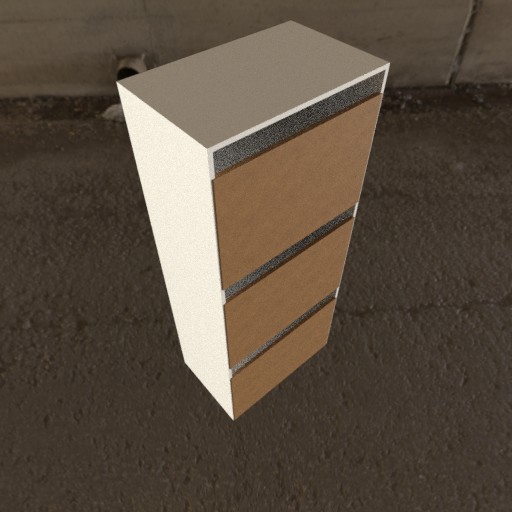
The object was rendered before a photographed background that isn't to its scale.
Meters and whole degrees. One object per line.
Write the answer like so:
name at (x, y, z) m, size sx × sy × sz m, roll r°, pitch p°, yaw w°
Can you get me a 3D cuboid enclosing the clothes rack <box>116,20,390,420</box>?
clothes rack at (0.000, 0.000, 1.391) m, size 0.500 × 1.187 × 0.330 m, roll -33°, pitch 56°, yaw -26°
